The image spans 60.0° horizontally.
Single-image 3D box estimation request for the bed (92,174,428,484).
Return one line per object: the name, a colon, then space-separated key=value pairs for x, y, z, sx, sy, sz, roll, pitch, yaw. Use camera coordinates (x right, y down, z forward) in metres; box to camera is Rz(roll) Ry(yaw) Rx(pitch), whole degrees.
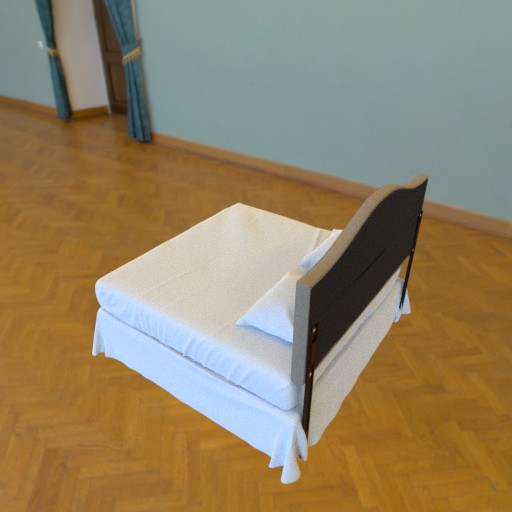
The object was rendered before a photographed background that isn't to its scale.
bed: x=0.000 y=0.000 z=3.802 sx=2.222 sy=1.651 sz=2.311 roll=20 pitch=37 yaw=30
